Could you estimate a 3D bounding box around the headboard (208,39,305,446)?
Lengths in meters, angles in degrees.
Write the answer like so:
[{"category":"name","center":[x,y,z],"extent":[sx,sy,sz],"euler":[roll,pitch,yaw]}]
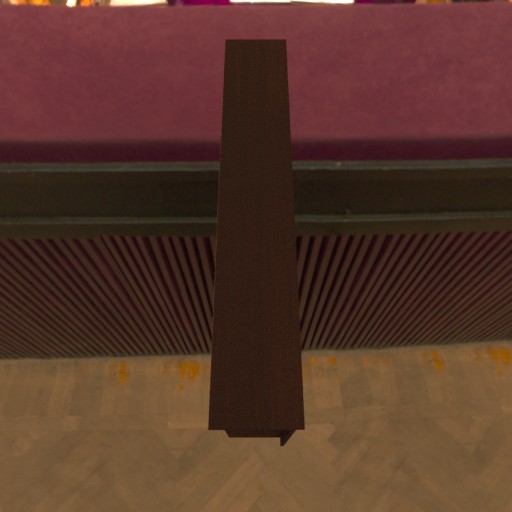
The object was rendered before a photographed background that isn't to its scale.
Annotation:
[{"category":"headboard","center":[0.000,0.000,2.138],"extent":[0.279,1.092,1.671],"euler":[0,63,0]}]
